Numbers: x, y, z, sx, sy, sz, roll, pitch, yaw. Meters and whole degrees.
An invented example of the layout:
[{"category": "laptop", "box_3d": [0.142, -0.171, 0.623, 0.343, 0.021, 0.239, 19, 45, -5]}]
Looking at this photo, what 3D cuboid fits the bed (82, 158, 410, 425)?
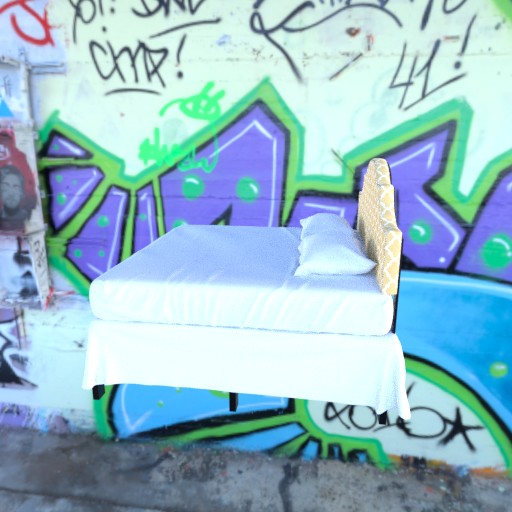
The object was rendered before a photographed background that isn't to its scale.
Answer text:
[{"category": "bed", "box_3d": [0.000, 0.000, 3.690, 2.222, 1.601, 2.314, 2, 15, 8]}]
